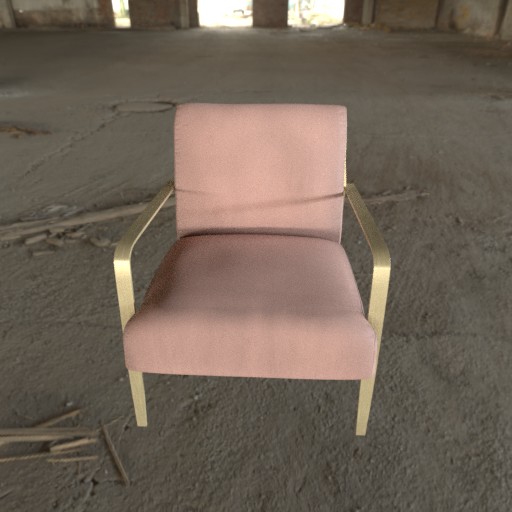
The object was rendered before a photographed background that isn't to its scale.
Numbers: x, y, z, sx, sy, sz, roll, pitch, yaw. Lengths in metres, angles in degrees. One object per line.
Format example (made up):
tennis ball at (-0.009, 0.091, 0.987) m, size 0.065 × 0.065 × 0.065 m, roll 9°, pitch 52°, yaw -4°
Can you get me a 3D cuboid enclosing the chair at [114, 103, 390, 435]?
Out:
chair at (0.000, 0.000, 1.456) m, size 0.701 × 0.823 × 0.848 m, roll 1°, pitch 30°, yaw 2°
